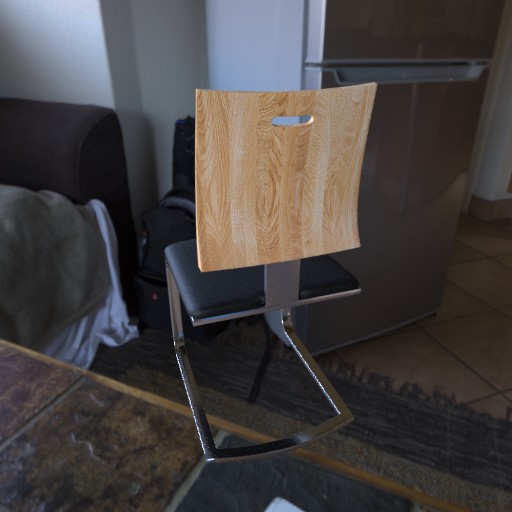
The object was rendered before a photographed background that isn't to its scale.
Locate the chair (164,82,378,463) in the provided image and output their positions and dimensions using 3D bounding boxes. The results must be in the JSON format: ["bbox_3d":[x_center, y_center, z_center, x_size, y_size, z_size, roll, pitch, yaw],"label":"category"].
[{"bbox_3d":[0.000,0.000,1.245,0.462,0.936,0.560,-9,28,-17],"label":"chair"}]
